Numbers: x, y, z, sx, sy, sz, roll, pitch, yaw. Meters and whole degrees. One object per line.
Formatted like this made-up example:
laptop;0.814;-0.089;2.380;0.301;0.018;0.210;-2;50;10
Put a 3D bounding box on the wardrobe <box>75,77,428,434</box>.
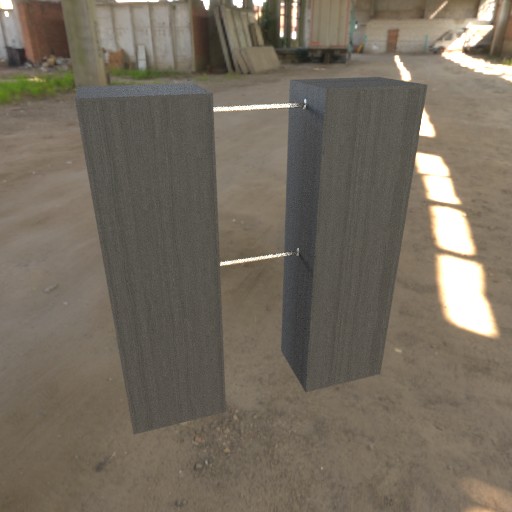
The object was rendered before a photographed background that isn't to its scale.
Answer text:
wardrobe;0.000;0.000;2.774;1.770;2.000;0.480;-8;28;-16
